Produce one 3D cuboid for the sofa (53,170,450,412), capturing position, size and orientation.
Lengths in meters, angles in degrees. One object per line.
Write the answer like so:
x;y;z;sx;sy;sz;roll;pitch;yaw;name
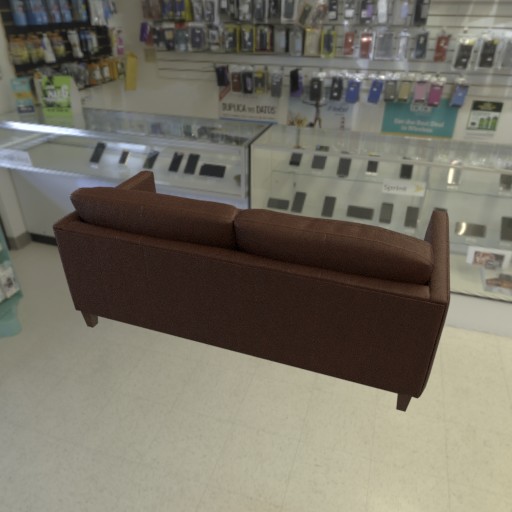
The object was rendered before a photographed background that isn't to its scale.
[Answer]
0.000;0.000;2.514;1.971;0.863;0.923;11;32;17;sofa
